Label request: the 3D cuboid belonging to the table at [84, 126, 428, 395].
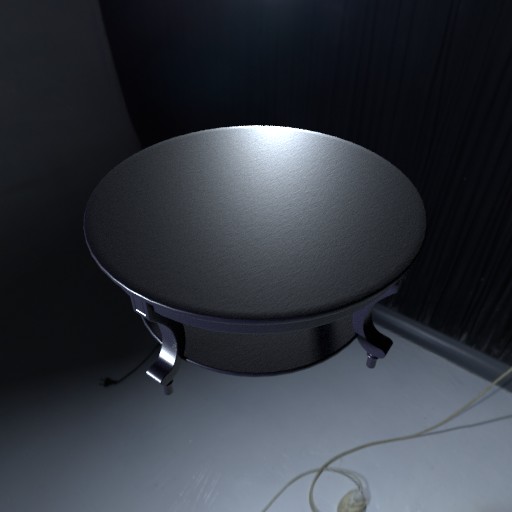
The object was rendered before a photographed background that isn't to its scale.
[{"bbox_3d":[0.000,0.000,1.531,1.029,0.491,1.029,0,40,0],"label":"table"}]
